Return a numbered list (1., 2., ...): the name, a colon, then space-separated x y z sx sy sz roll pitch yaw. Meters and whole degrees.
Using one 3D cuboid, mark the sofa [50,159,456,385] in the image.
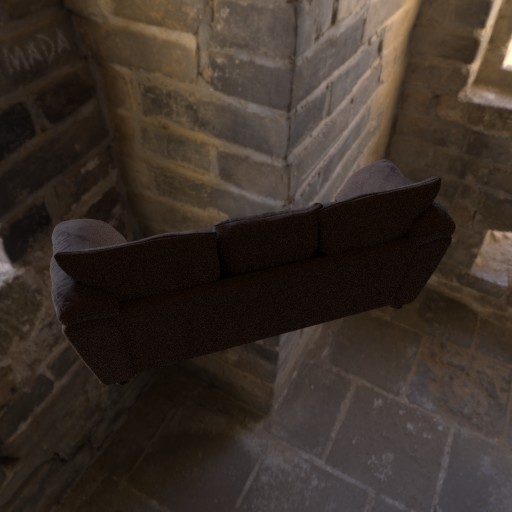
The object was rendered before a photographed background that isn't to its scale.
1. sofa: 0.000 0.000 2.819 2.336 1.015 0.878 -13 43 -14
